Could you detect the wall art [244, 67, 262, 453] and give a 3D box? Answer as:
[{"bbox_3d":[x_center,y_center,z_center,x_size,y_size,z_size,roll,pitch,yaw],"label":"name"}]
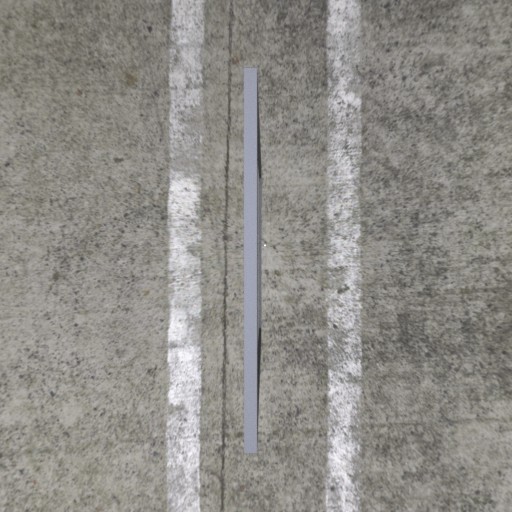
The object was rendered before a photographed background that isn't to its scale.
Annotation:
[{"bbox_3d":[0.000,0.000,0.702,0.013,0.534,0.380,0,91,1],"label":"wall art"}]
